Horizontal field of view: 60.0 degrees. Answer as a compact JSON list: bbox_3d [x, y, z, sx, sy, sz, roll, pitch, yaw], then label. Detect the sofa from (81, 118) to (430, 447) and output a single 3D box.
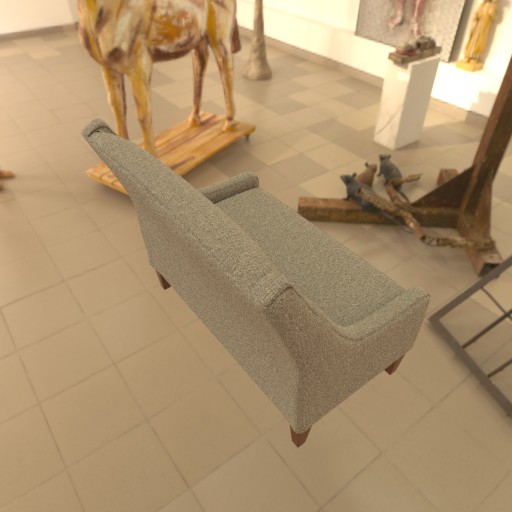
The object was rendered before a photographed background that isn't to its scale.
[{"bbox_3d":[0.000,0.000,1.926,0.862,1.026,1.242,-27,48,-27],"label":"sofa"}]
